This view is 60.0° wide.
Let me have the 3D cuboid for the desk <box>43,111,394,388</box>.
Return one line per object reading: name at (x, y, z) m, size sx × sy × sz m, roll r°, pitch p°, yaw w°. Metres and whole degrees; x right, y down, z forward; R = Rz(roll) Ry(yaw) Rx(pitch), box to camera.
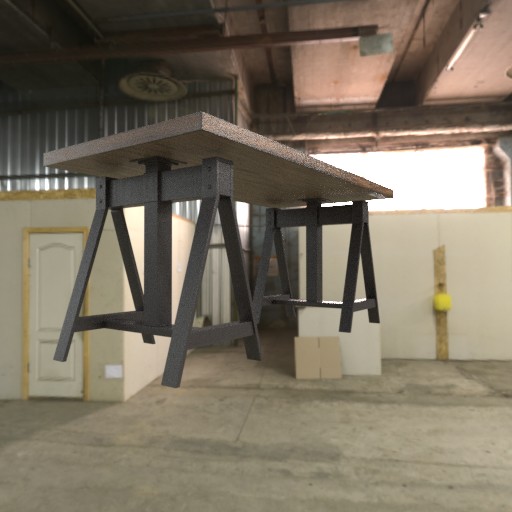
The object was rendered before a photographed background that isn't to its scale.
desk at (0.000, 0.000, 1.976) m, size 0.784 × 0.725 × 1.543 m, roll -1°, pitch -1°, yaw 35°
